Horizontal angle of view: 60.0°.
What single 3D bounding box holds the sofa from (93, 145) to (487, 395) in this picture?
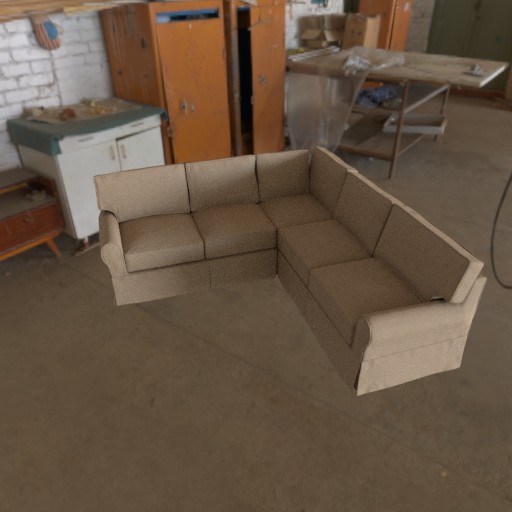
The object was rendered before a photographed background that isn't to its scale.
[{"bbox_3d":[0.000,0.000,4.112,2.730,1.124,2.733,-10,33,-15],"label":"sofa"}]
